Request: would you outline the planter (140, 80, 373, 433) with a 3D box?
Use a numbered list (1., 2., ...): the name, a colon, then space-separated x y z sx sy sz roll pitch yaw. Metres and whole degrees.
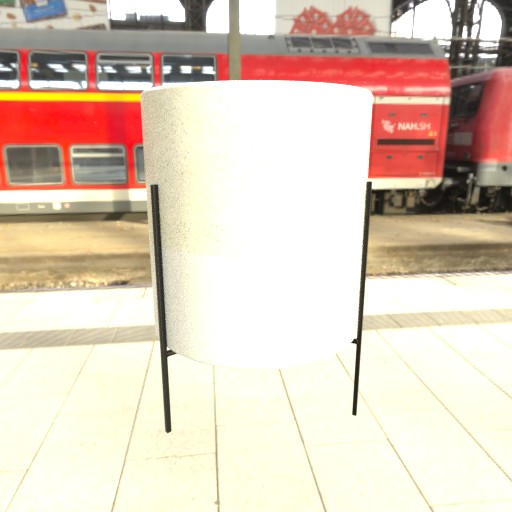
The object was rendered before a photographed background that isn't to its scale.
1. planter: 0.000 0.000 0.701 0.324 0.483 0.333 -2 15 -8
